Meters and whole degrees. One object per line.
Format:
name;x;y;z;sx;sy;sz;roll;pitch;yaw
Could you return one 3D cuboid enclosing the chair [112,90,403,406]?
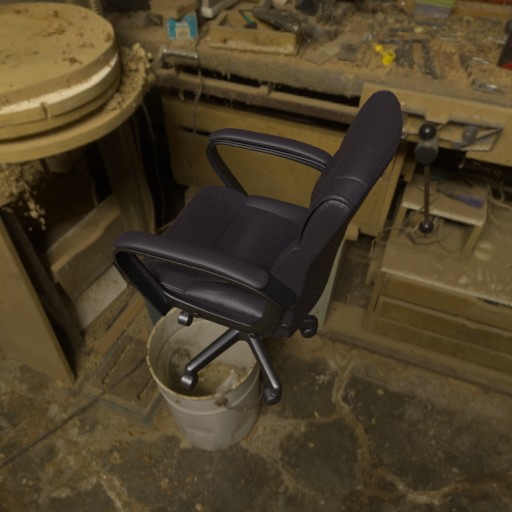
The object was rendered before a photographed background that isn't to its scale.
chair;0.000;0.000;1.345;0.641;0.998;0.576;17;49;15
